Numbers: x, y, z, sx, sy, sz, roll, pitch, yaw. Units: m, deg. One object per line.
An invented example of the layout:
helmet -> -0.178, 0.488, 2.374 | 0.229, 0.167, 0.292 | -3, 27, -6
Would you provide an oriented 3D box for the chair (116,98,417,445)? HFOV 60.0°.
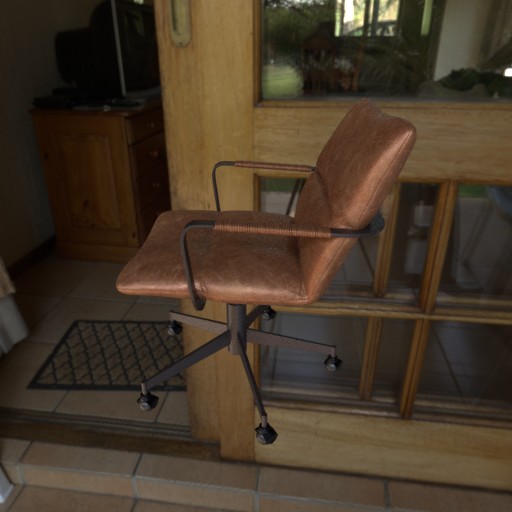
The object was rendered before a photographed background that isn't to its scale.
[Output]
chair -> 0.000, 0.000, 1.428 | 0.754, 0.922, 0.727 | 1, 25, 2
